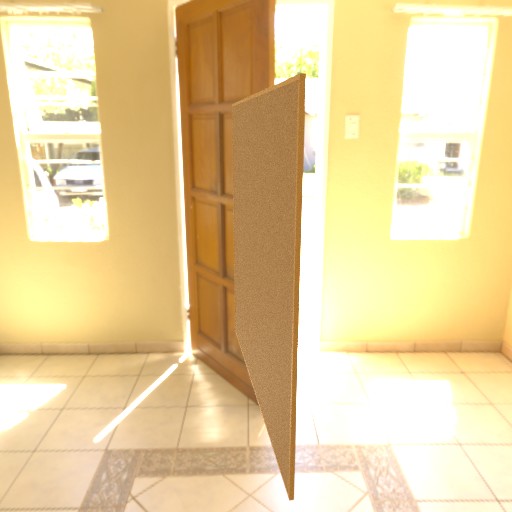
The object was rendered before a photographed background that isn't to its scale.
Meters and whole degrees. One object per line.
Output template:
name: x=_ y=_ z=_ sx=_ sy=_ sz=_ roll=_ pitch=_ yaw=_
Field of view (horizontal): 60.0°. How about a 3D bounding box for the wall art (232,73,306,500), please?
wall art: x=0.000 y=0.000 z=1.396 sx=0.013 sy=0.959 sz=0.962 roll=-3 pitch=16 yaw=-10
